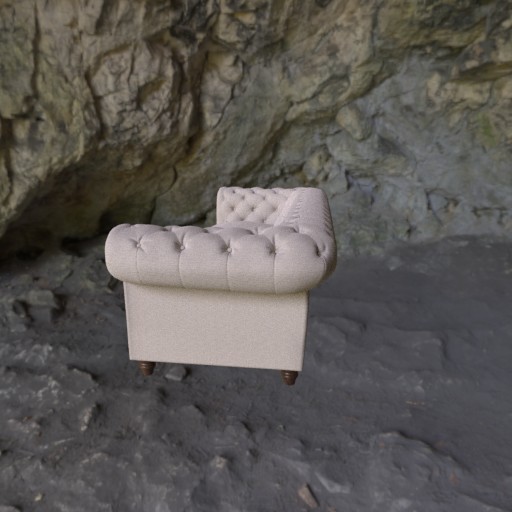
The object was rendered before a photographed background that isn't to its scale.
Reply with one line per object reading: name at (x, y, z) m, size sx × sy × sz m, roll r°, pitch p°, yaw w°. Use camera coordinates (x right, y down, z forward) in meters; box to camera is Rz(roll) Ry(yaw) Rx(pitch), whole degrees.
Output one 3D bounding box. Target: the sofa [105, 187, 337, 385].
sofa at (0.000, 0.000, 3.254) m, size 1.076 × 0.847 × 2.694 m, roll 2°, pitch 13°, yaw 8°
